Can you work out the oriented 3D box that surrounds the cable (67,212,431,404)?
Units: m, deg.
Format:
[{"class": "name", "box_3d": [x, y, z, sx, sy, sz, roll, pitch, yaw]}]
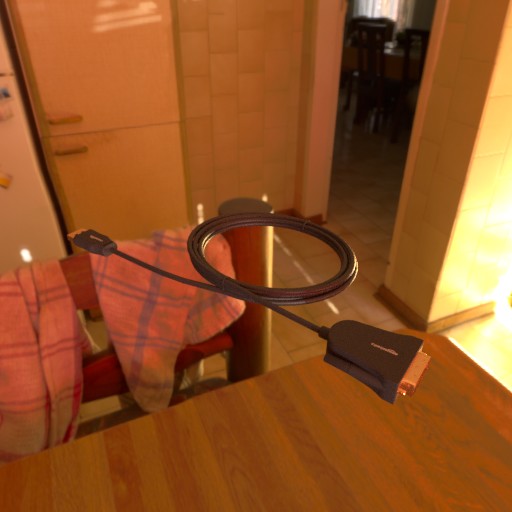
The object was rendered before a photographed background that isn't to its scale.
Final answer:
[{"class": "cable", "box_3d": [0.000, 0.000, 0.333, 0.281, 0.015, 0.136, 21, 37, 30]}]
